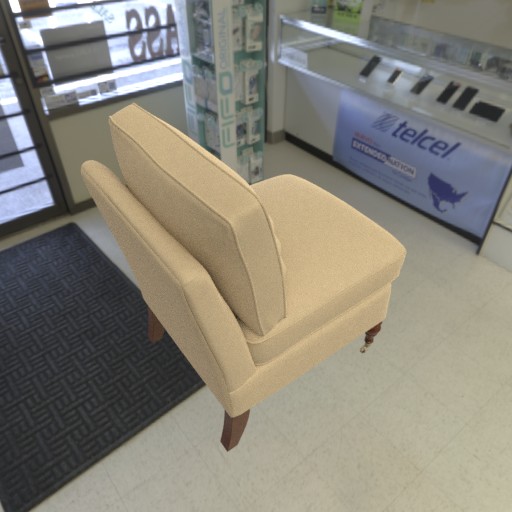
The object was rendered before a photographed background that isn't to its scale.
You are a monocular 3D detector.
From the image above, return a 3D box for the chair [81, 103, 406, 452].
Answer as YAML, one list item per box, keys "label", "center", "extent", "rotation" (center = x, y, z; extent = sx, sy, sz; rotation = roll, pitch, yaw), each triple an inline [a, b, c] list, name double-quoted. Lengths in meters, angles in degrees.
- label: "chair"
  center: [0.000, 0.000, 1.645]
  extent: [0.912, 1.052, 0.724]
  rotation: [-25, 46, -27]
